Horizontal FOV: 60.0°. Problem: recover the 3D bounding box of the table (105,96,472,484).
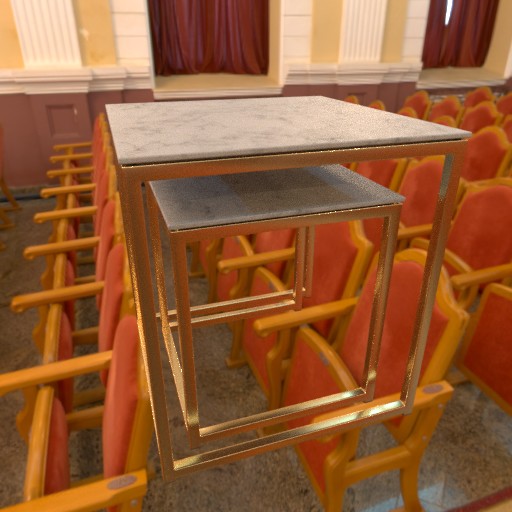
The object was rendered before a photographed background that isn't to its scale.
[{"bbox_3d":[0.000,0.000,0.820,0.450,0.500,0.450,-8,27,-17],"label":"table"}]
